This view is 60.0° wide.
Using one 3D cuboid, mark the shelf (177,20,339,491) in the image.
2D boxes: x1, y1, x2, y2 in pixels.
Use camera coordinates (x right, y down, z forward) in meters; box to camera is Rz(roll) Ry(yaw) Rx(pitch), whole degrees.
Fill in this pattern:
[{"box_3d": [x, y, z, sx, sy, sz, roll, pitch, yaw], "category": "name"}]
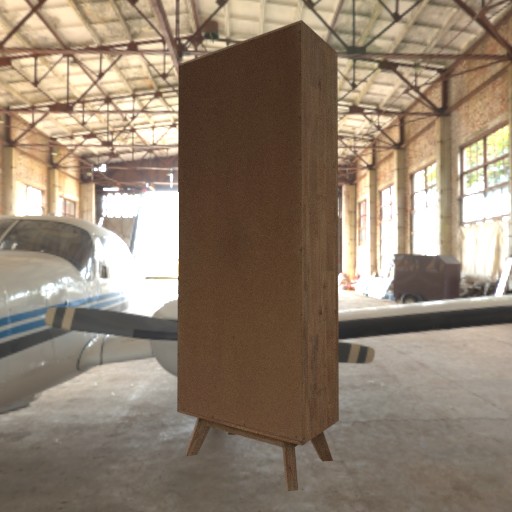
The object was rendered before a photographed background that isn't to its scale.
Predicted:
[{"box_3d": [0.000, 0.000, 1.496, 0.491, 1.342, 0.267, -1, -1, 35], "category": "shelf"}]
